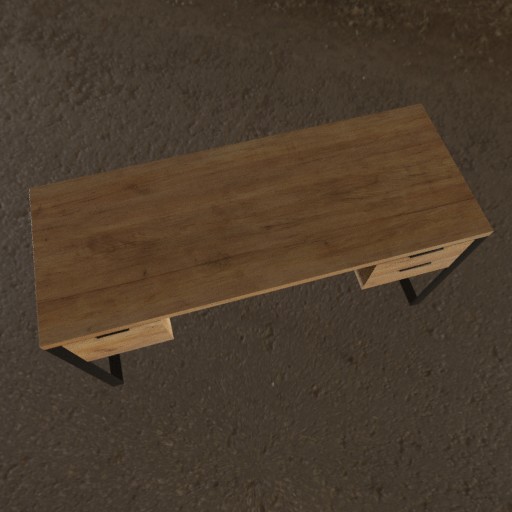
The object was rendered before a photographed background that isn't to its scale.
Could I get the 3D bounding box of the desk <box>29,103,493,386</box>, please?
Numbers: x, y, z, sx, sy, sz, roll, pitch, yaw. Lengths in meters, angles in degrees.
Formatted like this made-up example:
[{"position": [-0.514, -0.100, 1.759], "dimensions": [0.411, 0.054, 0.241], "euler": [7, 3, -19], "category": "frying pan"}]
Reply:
[{"position": [0.000, 0.000, 1.893], "dimensions": [1.520, 0.760, 0.600], "euler": [-14, 66, -6], "category": "desk"}]
